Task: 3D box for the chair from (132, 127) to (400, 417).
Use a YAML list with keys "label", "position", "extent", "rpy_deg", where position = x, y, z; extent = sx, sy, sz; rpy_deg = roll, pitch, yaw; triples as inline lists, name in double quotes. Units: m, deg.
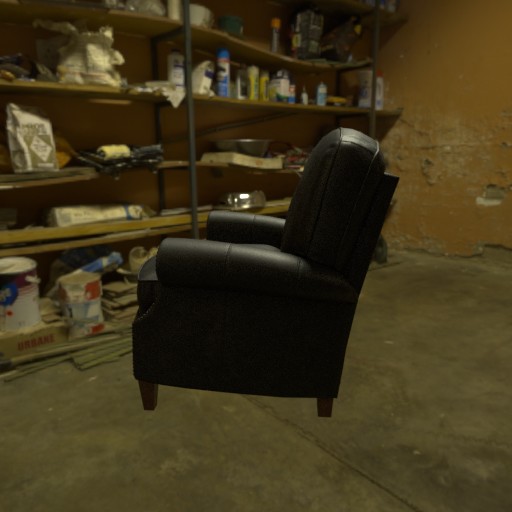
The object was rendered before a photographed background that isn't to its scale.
- label: "chair"
  position: [0.000, 0.000, 1.845]
  extent: [0.986, 1.018, 0.936]
  rpy_deg: [1, 13, 6]
